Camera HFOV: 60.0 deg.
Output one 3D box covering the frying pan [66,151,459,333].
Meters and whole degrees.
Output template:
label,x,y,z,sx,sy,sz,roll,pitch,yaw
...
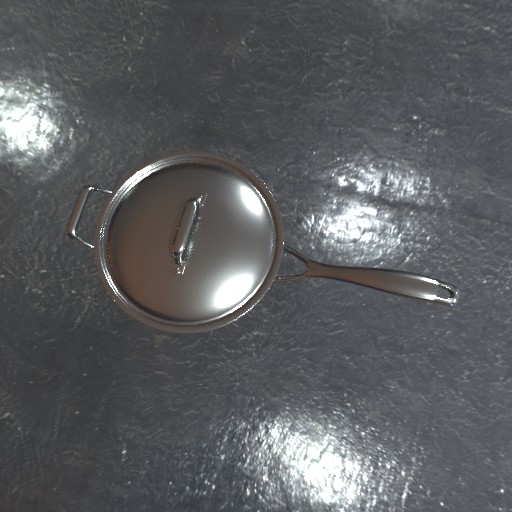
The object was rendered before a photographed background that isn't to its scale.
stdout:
label,x,y,z,sx,sy,sz,roll,pitch,yaw
frying pan,0.000,0.000,0.579,0.492,0.111,0.245,14,76,3
